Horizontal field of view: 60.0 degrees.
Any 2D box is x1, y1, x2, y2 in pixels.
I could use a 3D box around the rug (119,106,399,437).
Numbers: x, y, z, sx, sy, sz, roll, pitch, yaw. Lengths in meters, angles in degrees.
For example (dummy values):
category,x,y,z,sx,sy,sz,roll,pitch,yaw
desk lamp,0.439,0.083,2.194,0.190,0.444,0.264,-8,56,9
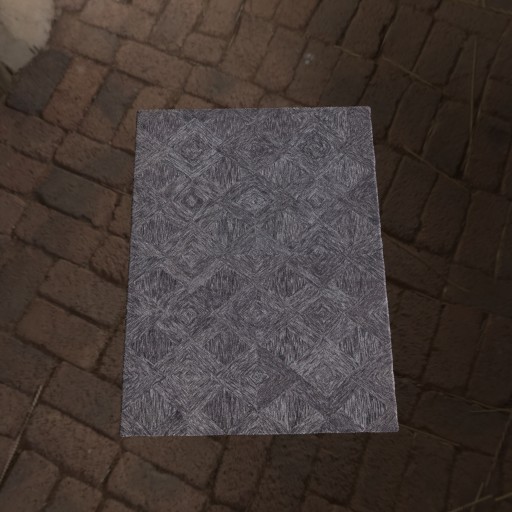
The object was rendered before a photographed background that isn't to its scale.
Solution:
category,x,y,z,sx,sy,sz,roll,pitch,yaw
rug,0.000,0.000,4.251,2.448,0.017,3.204,-1,76,0
